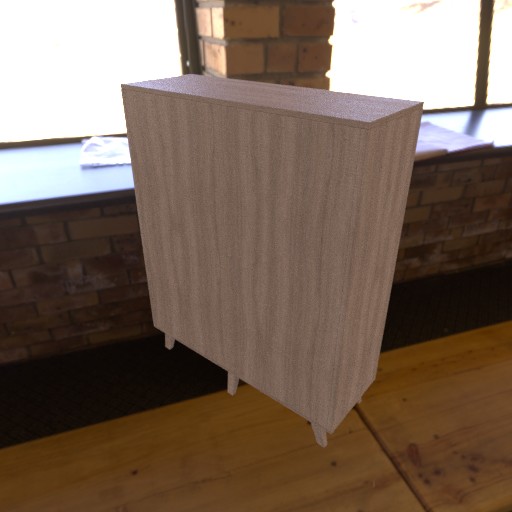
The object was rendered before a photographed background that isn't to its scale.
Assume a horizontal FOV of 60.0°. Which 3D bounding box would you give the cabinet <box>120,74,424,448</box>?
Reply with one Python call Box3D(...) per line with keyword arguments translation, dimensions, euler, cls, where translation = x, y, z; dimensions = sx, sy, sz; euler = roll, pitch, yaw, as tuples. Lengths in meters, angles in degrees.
Box3D(translation=(0.000, 0.000, 1.973), dimensions=(1.111, 1.388, 0.398), euler=(22, 36, 33), cls="cabinet")
